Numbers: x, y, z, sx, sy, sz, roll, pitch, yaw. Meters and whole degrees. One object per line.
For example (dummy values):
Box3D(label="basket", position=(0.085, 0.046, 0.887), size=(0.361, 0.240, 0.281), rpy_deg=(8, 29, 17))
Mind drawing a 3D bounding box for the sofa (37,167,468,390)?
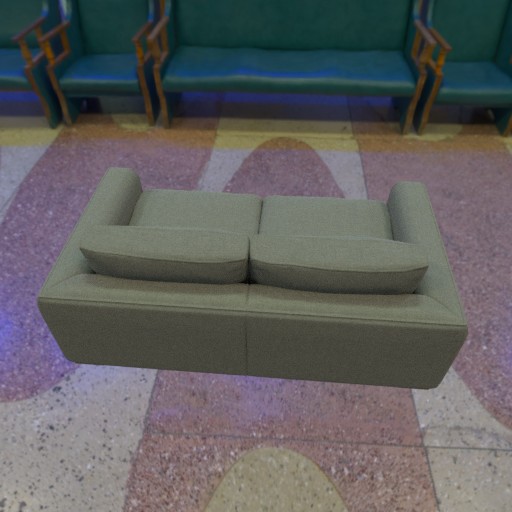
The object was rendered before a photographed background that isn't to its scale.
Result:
Box3D(label="sofa", position=(0.000, 0.000, 2.382), size=(1.920, 0.800, 1.069), rpy_deg=(3, 45, 3))
